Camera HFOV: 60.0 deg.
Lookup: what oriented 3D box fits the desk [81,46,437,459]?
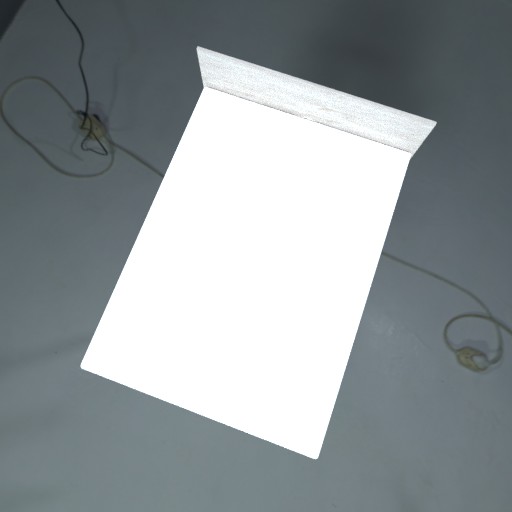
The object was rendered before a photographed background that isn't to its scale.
[{"bbox_3d":[0.000,0.000,2.644,1.400,0.800,1.900,20,77,5],"label":"desk"}]
